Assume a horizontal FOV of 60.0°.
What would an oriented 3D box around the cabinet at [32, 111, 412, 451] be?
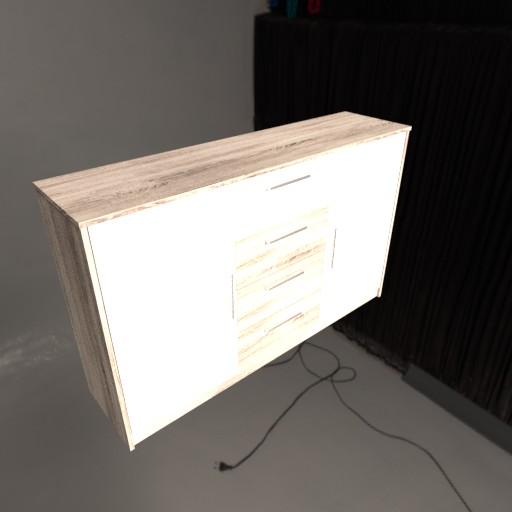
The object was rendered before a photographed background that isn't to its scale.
[{"bbox_3d":[0.000,0.000,1.846,1.450,0.900,0.380,-23,38,-34],"label":"cabinet"}]
